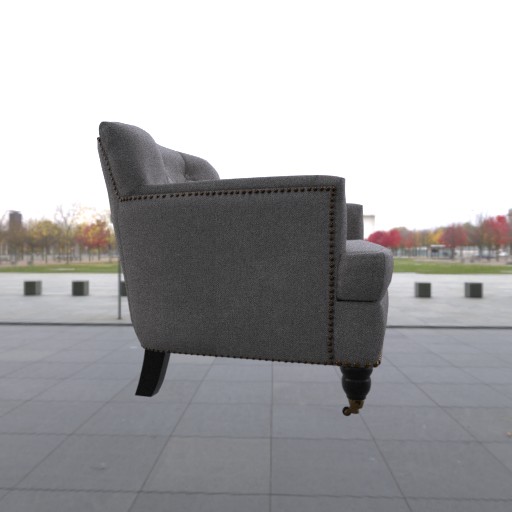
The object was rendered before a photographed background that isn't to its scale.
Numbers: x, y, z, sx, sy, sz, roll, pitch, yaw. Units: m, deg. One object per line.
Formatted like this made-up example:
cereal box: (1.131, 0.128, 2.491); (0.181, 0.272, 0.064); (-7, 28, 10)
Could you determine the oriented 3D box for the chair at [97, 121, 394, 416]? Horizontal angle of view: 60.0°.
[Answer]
chair: (0.000, 0.000, 1.521); (0.902, 0.823, 0.737); (0, 1, 17)
